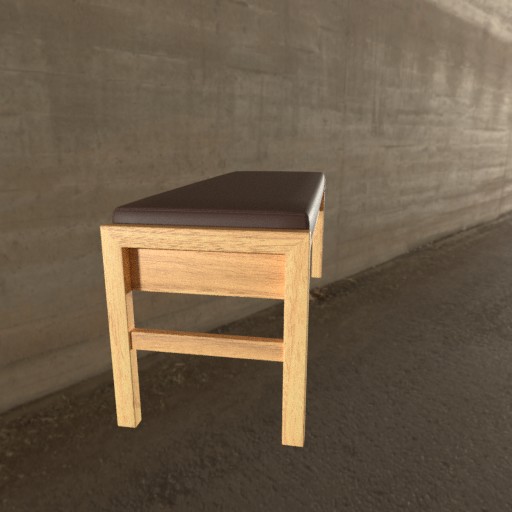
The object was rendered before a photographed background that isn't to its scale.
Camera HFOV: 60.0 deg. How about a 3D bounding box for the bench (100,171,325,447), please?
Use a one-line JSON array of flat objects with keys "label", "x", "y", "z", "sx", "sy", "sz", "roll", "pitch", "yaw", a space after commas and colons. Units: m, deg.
[{"label": "bench", "x": 0.000, "y": 0.000, "z": 1.447, "sx": 0.405, "sy": 0.480, "sz": 1.200, "roll": 3, "pitch": 15, "yaw": 10}]
